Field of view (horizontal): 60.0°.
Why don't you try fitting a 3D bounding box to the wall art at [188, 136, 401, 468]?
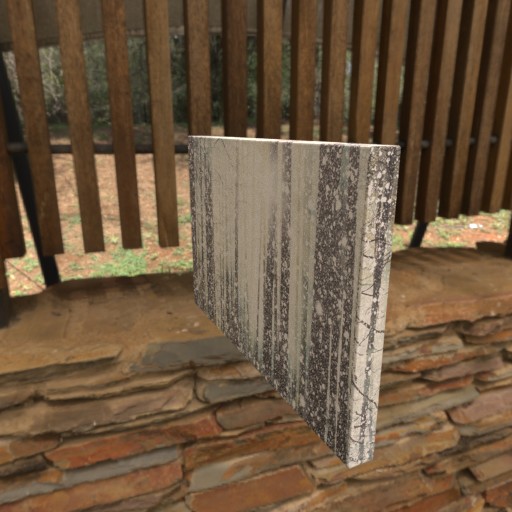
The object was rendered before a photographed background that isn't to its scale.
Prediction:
[{"bbox_3d":[0.000,0.000,0.781,0.042,0.398,0.618,-8,18,-25],"label":"wall art"}]
